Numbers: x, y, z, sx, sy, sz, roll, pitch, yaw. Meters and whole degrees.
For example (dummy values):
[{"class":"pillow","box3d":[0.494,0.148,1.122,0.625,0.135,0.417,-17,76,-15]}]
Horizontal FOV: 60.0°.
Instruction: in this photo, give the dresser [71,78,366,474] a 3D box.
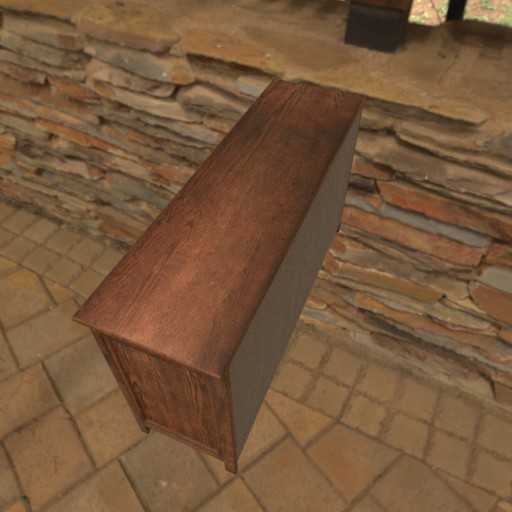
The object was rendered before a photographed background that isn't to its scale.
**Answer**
[{"class":"dresser","box3d":[0.000,0.000,1.965,0.463,0.856,1.551,17,50,15]}]
